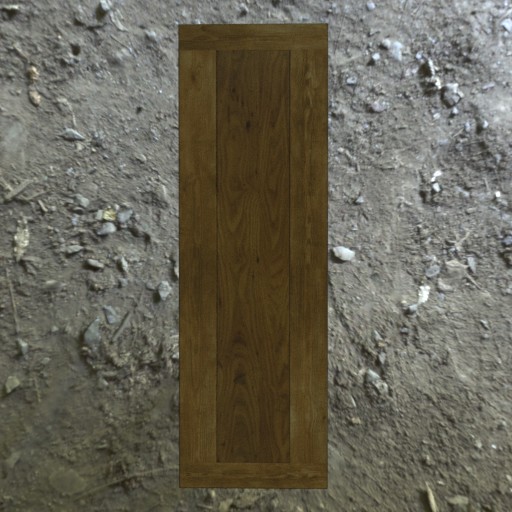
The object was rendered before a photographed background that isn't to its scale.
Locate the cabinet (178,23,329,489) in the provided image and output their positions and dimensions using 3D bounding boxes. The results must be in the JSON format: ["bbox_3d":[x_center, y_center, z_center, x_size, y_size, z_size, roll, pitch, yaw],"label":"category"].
[{"bbox_3d":[0.000,0.000,1.810,0.480,0.813,1.474,0,91,1],"label":"cabinet"}]
